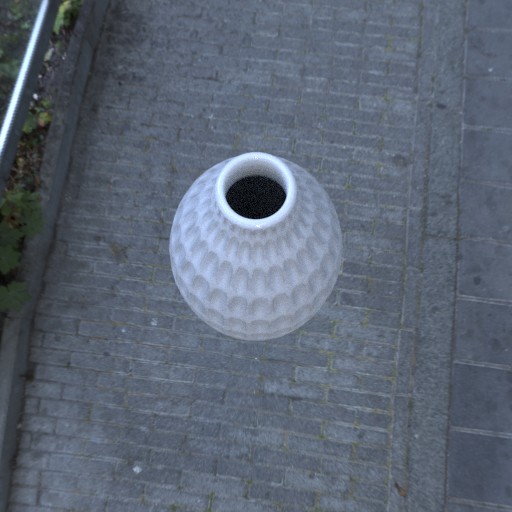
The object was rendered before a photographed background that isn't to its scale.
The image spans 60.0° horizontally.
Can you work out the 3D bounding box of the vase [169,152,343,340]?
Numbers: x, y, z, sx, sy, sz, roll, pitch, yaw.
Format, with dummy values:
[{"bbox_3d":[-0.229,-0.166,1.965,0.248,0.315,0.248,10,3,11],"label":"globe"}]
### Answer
[{"bbox_3d":[0.000,0.000,0.343,0.127,0.282,0.127,0,77,0],"label":"vase"}]
